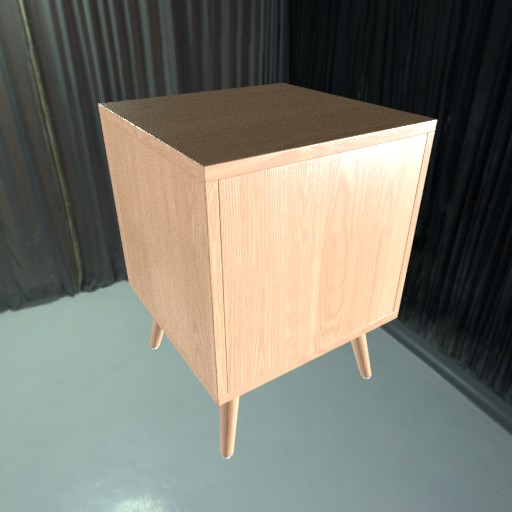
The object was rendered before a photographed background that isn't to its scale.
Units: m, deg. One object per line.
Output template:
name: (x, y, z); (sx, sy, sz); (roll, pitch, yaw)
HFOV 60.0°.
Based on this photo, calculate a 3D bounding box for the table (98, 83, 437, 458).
table: (0.000, 0.000, 0.864); (0.400, 0.550, 0.400); (-18, 35, -28)
